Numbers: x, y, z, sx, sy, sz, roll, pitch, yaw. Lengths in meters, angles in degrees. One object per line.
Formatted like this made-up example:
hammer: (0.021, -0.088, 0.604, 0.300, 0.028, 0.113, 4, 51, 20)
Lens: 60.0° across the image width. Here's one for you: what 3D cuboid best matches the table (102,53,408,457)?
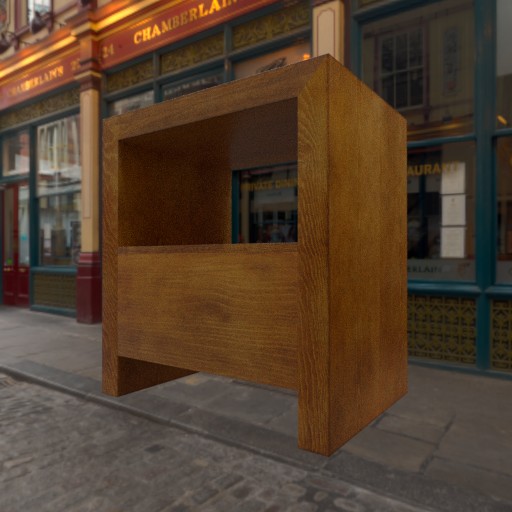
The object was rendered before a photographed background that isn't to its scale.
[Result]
table: (0.000, 0.000, 0.985, 0.550, 0.605, 0.400, 0, -1, 35)
